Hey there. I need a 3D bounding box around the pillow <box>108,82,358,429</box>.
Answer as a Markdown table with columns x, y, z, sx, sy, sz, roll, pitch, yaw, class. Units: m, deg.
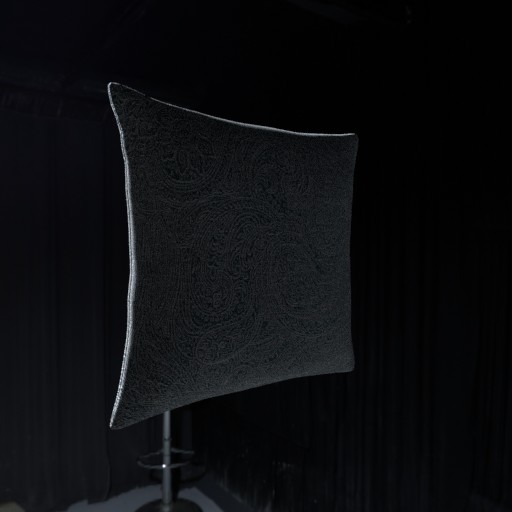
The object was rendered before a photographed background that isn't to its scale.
| x | y | z | sx | sy | sz | roll | pitch | yaw | class |
| --- | --- | --- | --- | --- | --- | --- | --- | --- | --- |
| 0.000 | 0.000 | 0.798 | 0.526 | 0.507 | 0.166 | -1 | 2 | -36 | pillow |
